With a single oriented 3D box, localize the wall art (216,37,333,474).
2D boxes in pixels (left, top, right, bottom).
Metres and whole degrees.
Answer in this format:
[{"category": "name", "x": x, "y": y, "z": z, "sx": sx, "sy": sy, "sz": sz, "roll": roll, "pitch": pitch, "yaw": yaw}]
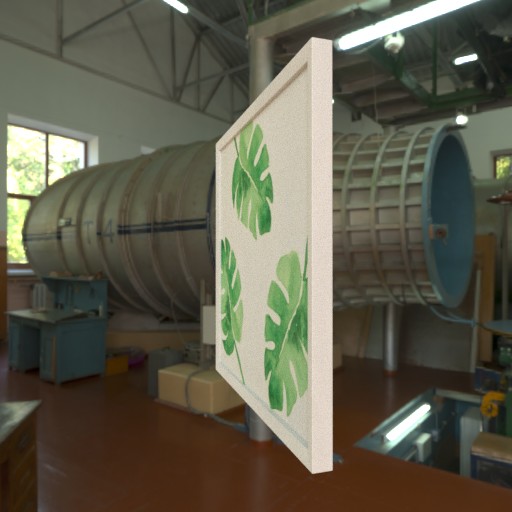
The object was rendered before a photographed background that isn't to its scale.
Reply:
[{"category": "wall art", "x": 0.000, "y": 0.000, "z": 1.140, "sx": 0.040, "sy": 0.762, "sz": 0.762, "roll": 0, "pitch": 0, "yaw": -18}]
